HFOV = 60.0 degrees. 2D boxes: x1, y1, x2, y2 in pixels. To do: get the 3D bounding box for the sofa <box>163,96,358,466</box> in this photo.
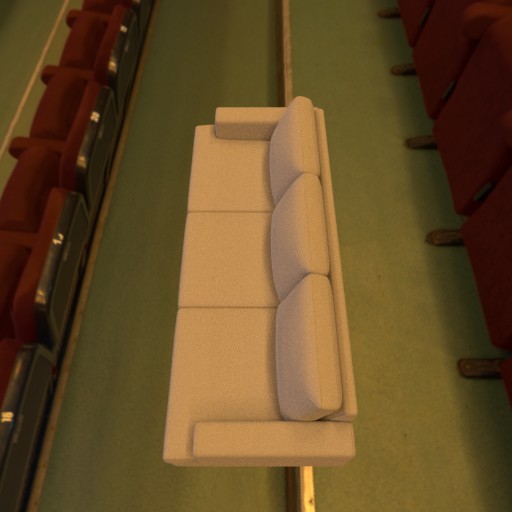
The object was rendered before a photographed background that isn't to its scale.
[{"bbox_3d":[0.000,0.000,2.720,0.920,0.810,2.310,0,59,0],"label":"sofa"}]
